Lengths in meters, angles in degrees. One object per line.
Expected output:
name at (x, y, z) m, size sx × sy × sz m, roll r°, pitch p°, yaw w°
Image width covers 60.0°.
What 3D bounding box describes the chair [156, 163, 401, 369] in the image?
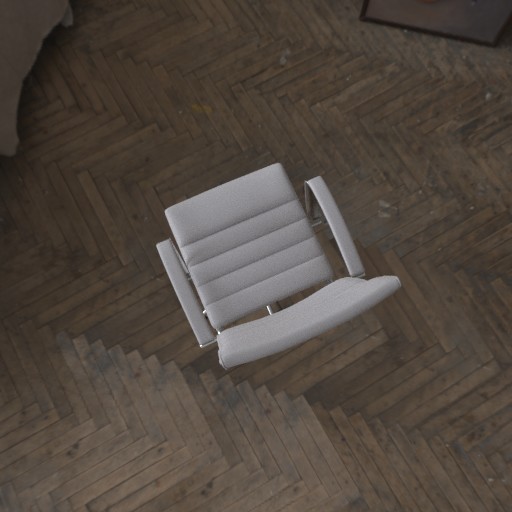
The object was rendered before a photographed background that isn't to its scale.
chair at (0.000, 0.000, 1.576) m, size 0.679 × 1.149 × 0.667 m, roll -23°, pitch 78°, yaw -5°
